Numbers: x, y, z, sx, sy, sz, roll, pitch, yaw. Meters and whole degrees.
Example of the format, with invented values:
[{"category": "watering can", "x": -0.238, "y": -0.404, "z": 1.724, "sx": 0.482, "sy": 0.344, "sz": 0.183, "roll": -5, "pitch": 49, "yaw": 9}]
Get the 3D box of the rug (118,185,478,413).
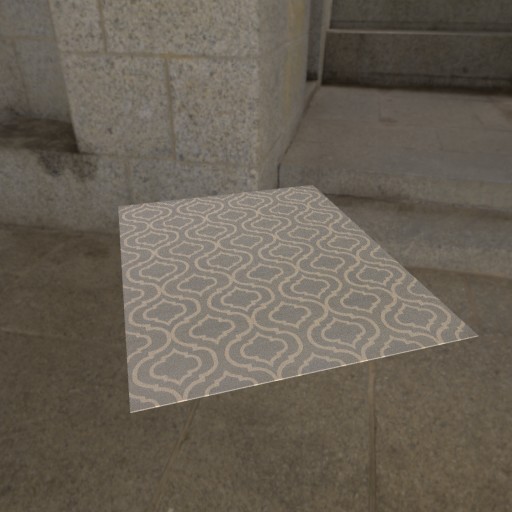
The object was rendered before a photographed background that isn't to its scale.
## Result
[{"category": "rug", "x": 0.000, "y": 0.000, "z": 3.914, "sx": 2.283, "sy": 0.006, "sz": 2.892, "roll": -8, "pitch": 31, "yaw": -14}]
